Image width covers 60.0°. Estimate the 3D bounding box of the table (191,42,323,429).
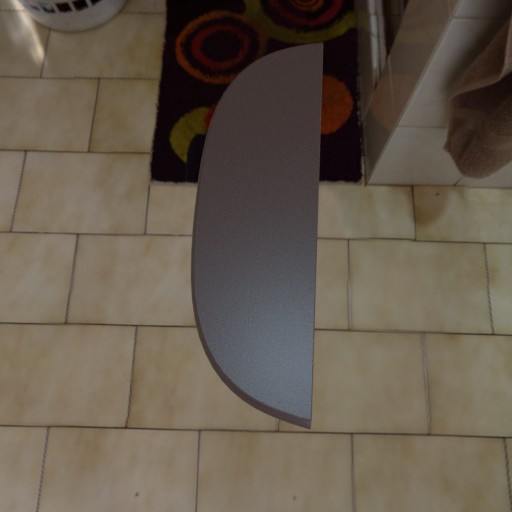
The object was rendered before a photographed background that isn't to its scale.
[{"bbox_3d":[0.000,0.000,1.377,0.274,0.831,0.909,4,75,1],"label":"table"}]
